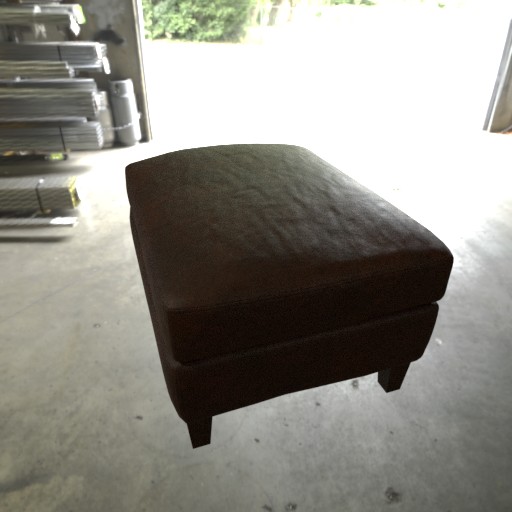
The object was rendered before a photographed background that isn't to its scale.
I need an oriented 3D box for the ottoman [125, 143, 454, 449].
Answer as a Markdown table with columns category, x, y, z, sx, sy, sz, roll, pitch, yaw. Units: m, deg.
| category | x | y | z | sx | sy | sz | roll | pitch | yaw |
| --- | --- | --- | --- | --- | --- | --- | --- | --- | --- |
| ottoman | 0.000 | 0.000 | 1.298 | 0.659 | 0.527 | 0.887 | -10 | 32 | -16 |
